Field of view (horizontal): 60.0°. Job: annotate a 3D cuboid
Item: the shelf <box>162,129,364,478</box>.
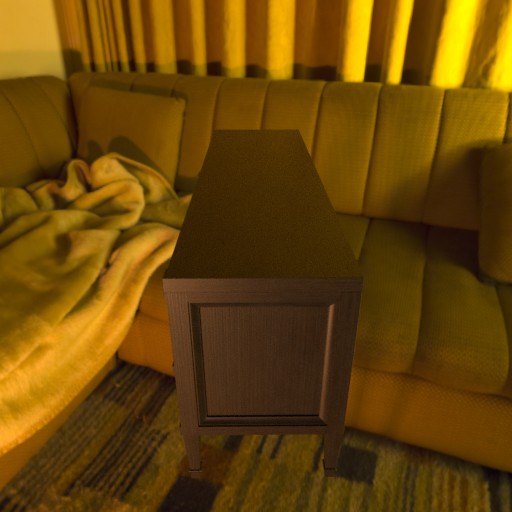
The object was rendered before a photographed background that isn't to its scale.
[{"bbox_3d":[0.000,0.000,1.876,0.479,0.719,1.575,0,28,-1],"label":"shelf"}]
